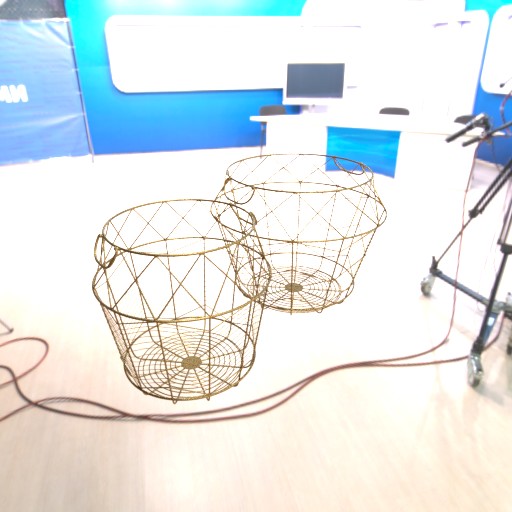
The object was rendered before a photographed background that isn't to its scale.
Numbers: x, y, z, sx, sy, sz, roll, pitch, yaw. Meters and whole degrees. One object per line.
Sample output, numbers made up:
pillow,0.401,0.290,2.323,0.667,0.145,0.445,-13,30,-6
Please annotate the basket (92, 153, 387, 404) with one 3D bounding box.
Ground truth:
basket,0.000,0.000,1.055,0.451,0.343,0.805,18,31,33
